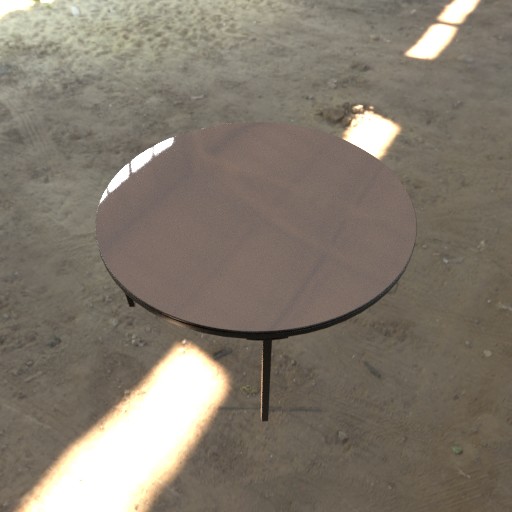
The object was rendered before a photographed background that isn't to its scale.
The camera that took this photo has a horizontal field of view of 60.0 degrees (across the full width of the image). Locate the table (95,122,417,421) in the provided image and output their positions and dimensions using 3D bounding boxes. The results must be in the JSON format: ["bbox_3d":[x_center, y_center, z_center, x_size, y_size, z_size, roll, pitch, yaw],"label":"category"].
[{"bbox_3d":[0.000,0.000,1.275,0.800,0.400,0.800,0,46,0],"label":"table"}]
